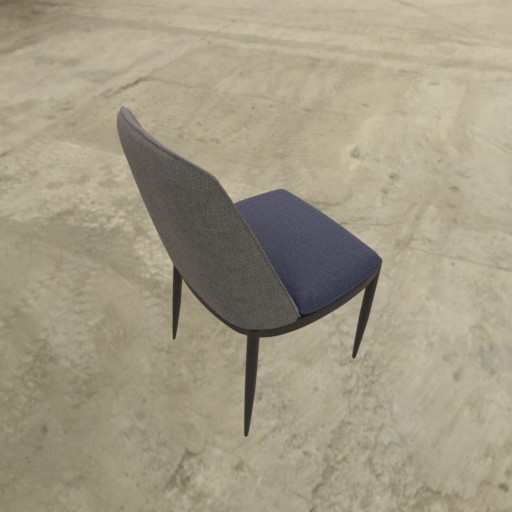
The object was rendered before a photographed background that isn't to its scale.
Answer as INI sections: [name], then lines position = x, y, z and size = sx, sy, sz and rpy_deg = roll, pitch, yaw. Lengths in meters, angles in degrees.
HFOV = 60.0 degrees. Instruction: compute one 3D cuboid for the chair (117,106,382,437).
[chair]
position = 0.000, 0.000, 1.194
size = 0.550, 0.855, 0.488
rpy_deg = -25, 47, -27
